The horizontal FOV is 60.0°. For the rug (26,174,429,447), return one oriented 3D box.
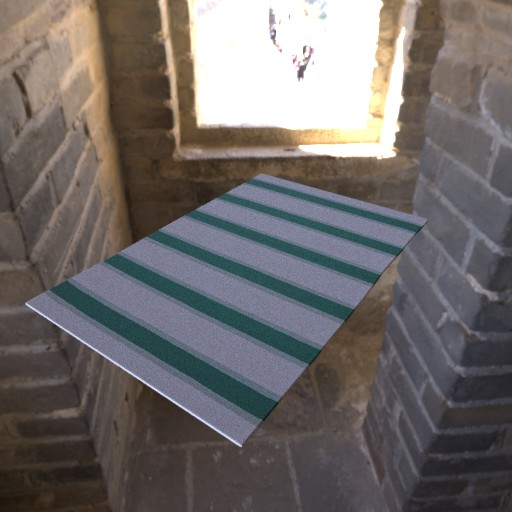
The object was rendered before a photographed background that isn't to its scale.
[{"bbox_3d":[0.000,0.000,2.295,1.210,0.012,1.829,21,38,29],"label":"rug"}]
